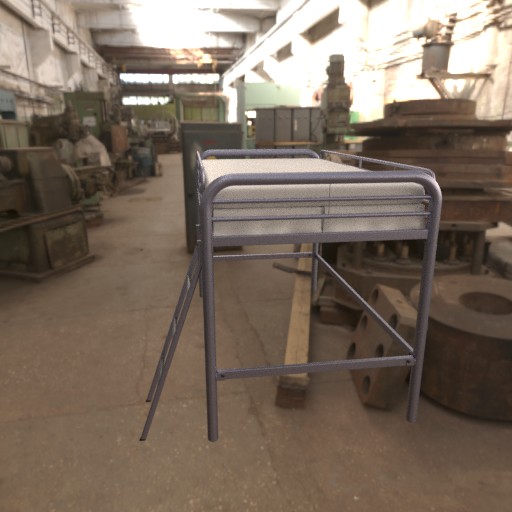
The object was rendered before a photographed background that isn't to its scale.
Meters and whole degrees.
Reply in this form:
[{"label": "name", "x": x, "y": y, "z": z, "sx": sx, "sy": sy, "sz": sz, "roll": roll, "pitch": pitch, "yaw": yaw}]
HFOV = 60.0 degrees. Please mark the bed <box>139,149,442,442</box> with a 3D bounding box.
[{"label": "bed", "x": 0.000, "y": 0.000, "z": 2.955, "sx": 1.415, "sy": 1.288, "sz": 1.965, "roll": -2, "pitch": 16, "yaw": -8}]
